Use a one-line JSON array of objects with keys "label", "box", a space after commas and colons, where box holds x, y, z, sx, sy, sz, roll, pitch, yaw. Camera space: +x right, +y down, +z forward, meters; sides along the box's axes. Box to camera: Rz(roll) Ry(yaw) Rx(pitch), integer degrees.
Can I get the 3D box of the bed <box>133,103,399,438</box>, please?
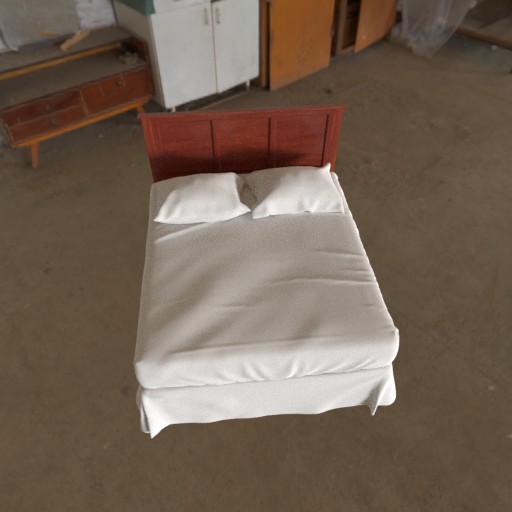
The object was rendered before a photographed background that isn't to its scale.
[{"label": "bed", "box": [0.000, 0.000, 3.272, 1.870, 1.270, 2.050, -4, 47, -4]}]
